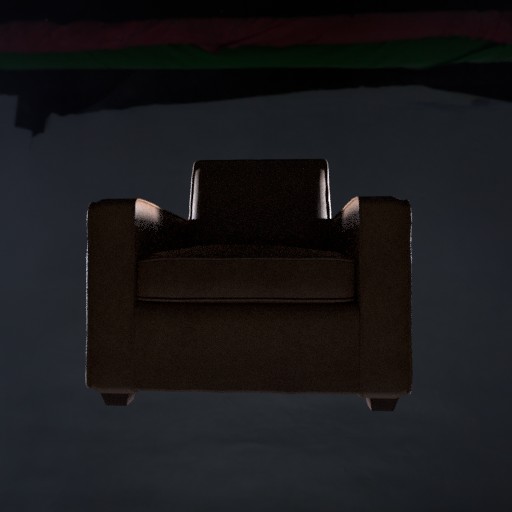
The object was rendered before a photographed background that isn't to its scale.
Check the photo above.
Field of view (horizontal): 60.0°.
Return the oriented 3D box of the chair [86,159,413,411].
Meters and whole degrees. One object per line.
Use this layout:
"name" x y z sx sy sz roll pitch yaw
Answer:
"chair" 0.000 0.000 1.741 0.987 0.901 1.027 0 -1 1
